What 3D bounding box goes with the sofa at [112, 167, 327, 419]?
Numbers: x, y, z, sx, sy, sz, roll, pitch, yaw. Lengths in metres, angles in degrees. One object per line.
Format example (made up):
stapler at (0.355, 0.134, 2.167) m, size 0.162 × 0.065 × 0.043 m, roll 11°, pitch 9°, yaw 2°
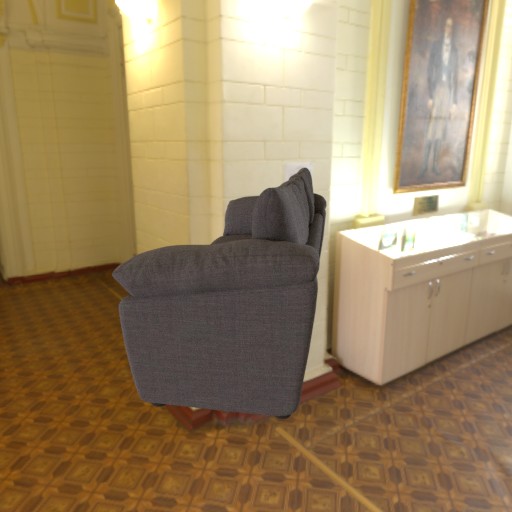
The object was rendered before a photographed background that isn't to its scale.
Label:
sofa at (0.000, 0.000, 2.948) m, size 0.883 × 1.080 × 2.336 m, roll 2°, pitch 14°, yaw 9°
